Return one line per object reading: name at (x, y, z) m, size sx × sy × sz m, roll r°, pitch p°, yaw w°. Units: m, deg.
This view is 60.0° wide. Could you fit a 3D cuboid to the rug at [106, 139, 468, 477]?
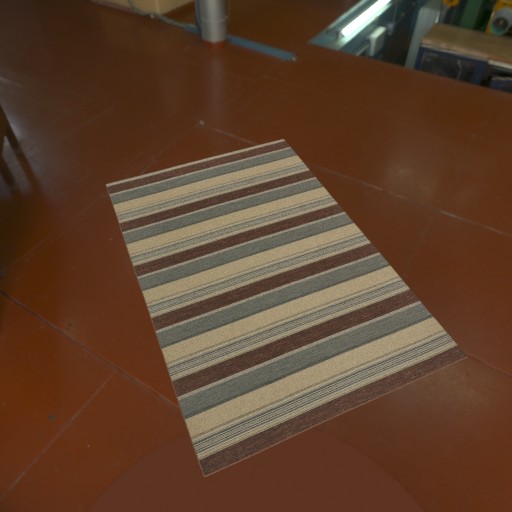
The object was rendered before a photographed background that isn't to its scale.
rug at (0.000, 0.000, 2.331) m, size 1.219 × 0.008 × 1.829 m, roll -18°, pitch 51°, yaw -16°
